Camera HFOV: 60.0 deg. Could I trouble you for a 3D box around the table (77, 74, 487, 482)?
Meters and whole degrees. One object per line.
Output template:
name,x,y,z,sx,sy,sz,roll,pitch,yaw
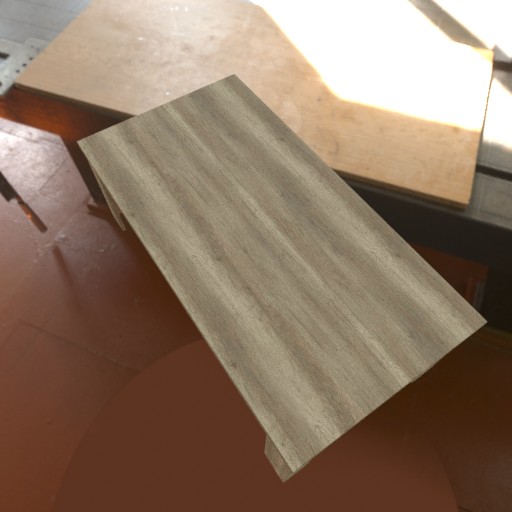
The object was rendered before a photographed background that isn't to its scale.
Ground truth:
table,0.000,0.000,1.664,0.700,0.460,1.350,-30,63,-17
